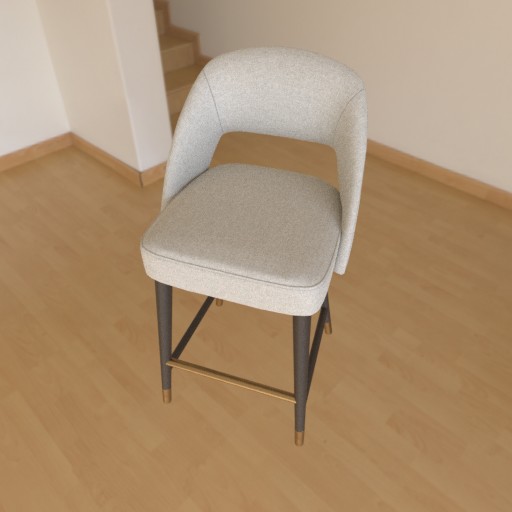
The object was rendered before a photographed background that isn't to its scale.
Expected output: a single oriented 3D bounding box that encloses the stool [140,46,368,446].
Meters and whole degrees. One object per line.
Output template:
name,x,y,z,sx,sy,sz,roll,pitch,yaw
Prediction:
stool,0.000,0.000,1.209,0.494,0.940,0.509,13,43,14
